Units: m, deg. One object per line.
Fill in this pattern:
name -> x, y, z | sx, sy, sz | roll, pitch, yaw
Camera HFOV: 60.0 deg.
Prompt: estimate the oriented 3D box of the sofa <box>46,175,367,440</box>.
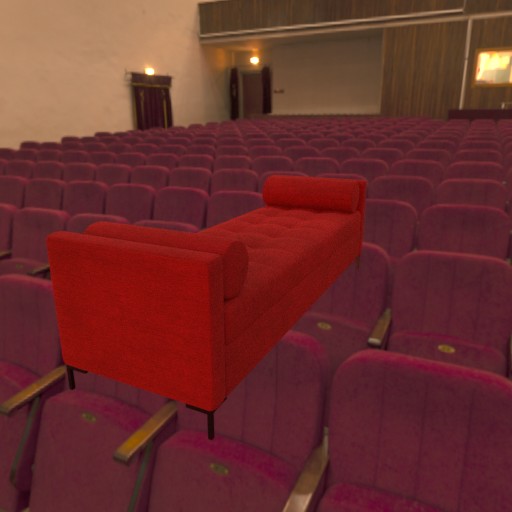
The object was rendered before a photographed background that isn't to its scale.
sofa -> 0.000, 0.000, 2.343 | 0.686, 0.635, 1.981 | 8, 19, 25
